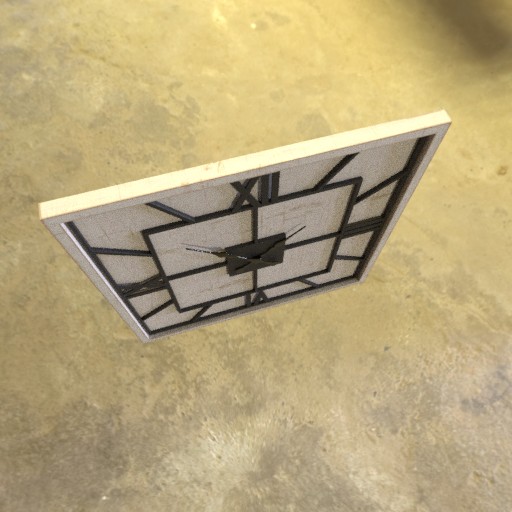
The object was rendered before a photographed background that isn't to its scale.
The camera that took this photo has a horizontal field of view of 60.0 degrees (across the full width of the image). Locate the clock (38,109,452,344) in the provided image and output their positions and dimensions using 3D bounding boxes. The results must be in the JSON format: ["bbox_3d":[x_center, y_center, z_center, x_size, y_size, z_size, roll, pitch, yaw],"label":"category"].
[{"bbox_3d":[0.000,0.000,1.050,0.705,0.705,0.032,-15,64,-7],"label":"clock"}]
